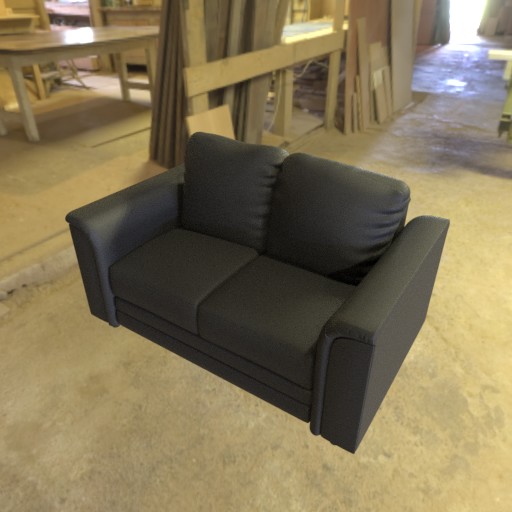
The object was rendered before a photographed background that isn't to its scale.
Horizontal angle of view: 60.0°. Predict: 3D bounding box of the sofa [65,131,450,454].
[{"bbox_3d":[0.000,0.000,1.972,1.386,0.845,0.887,19,36,28],"label":"sofa"}]
